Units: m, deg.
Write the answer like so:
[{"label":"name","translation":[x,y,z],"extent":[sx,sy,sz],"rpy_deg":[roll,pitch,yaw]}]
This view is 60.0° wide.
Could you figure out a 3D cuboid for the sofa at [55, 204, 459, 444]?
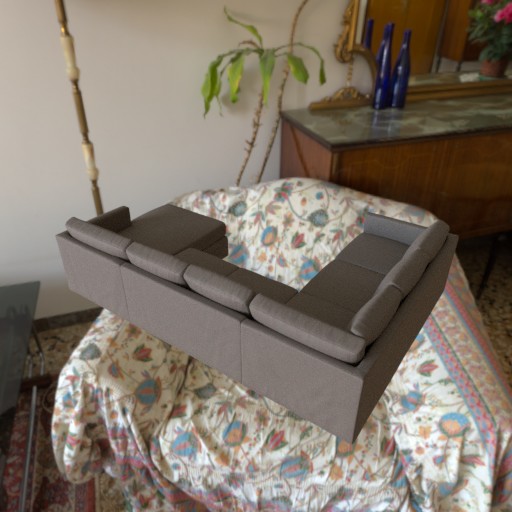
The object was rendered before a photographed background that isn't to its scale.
[{"label":"sofa","translation":[0.000,0.000,4.727],"extent":[3.460,0.882,2.427],"rpy_deg":[20,37,29]}]
